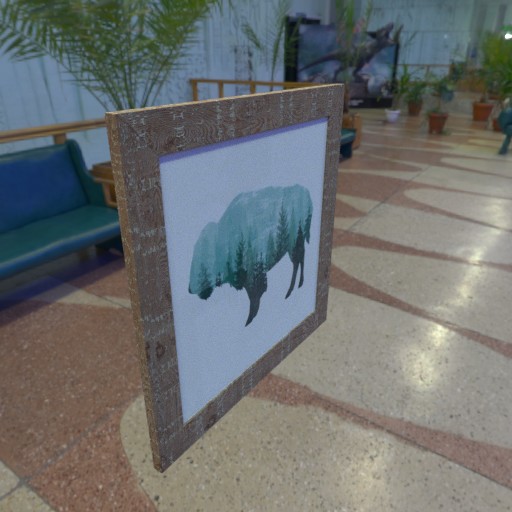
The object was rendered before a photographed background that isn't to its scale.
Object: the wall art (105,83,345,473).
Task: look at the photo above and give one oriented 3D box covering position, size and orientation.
[{"bbox_3d":[0.000,0.000,0.552,0.022,0.380,0.380,17,30,32],"label":"wall art"}]
